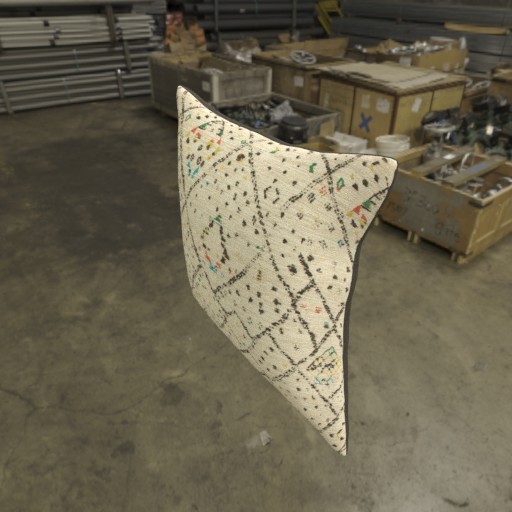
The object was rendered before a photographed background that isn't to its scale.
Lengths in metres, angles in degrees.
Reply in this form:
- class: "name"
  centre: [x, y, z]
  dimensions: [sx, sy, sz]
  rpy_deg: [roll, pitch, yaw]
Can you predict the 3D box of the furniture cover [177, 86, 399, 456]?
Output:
- class: "furniture cover"
  centre: [0.000, 0.000, 0.775]
  dimensions: [0.180, 0.498, 0.525]
  rpy_deg: [-20, 37, -29]
